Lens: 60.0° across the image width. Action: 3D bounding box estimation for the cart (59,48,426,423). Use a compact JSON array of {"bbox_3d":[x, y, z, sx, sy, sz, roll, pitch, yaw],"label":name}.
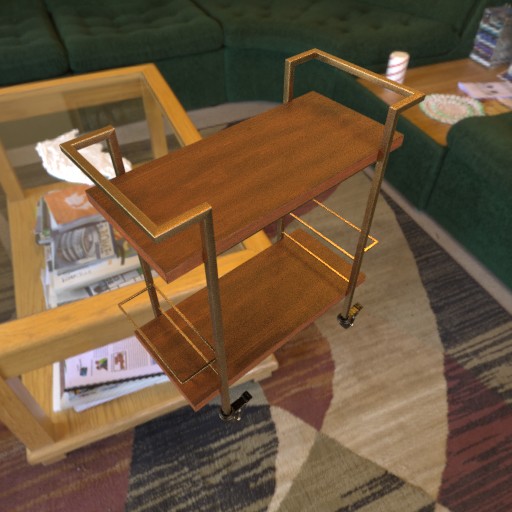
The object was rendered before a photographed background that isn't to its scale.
[{"bbox_3d":[0.000,0.000,1.181,0.695,0.807,0.364,-32,54,-27],"label":"cart"}]
